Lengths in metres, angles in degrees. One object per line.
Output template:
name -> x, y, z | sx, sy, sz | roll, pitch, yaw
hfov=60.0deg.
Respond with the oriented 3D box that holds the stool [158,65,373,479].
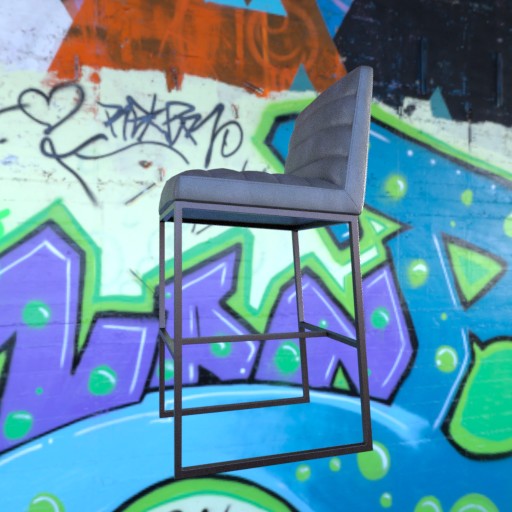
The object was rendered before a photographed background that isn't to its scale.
stool -> 0.000, 0.000, 1.343 | 0.562, 1.065, 0.463 | 0, 0, -17
